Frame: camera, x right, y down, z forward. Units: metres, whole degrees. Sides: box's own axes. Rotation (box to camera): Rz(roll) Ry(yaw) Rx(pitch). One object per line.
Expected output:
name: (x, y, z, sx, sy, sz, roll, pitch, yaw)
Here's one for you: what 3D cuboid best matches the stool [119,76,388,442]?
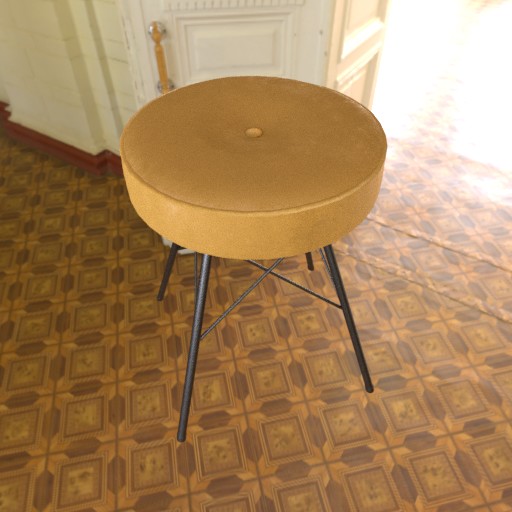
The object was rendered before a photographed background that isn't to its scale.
stool: (0.000, 0.000, 0.911, 0.472, 0.595, 0.438, -9, 46, -9)
